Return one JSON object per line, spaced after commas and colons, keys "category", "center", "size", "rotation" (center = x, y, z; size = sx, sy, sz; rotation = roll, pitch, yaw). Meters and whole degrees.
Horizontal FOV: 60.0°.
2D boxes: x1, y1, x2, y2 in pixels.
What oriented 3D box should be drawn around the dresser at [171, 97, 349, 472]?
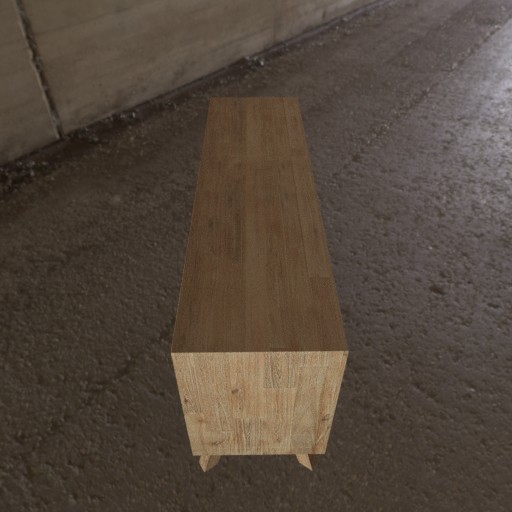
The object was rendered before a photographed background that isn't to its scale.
{"category": "dresser", "center": [0.000, 0.000, 1.987], "size": [0.455, 0.788, 1.602], "rotation": [0, 42, -1]}
